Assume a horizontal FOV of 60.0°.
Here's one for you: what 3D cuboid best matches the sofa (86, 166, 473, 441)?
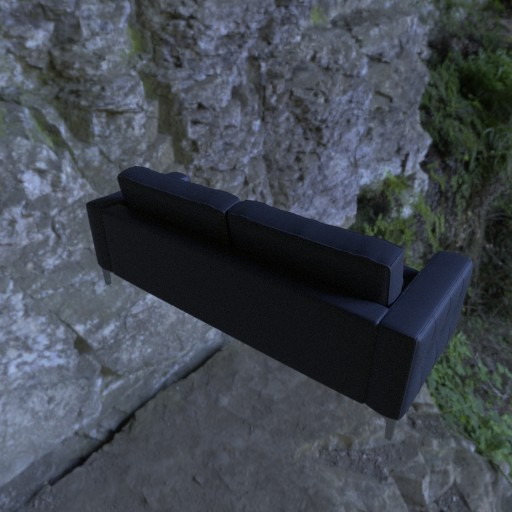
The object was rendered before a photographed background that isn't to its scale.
[{"bbox_3d":[0.000,0.000,2.709,2.275,0.893,0.833,21,36,32],"label":"sofa"}]
